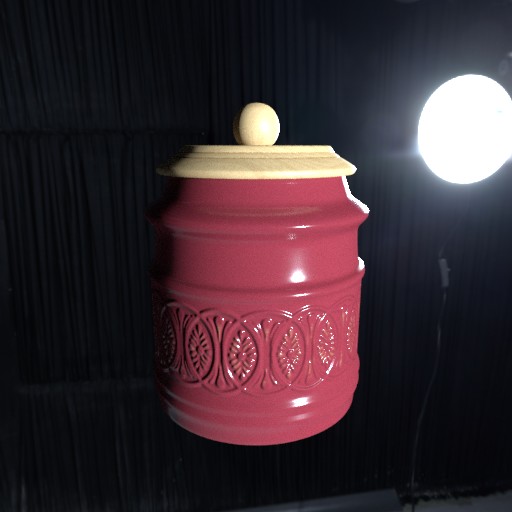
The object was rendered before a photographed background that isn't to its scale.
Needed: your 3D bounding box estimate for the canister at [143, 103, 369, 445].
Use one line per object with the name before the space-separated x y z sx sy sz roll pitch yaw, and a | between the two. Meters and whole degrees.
canister | 0.000 0.000 0.269 0.130 0.176 0.130 0 14 0
